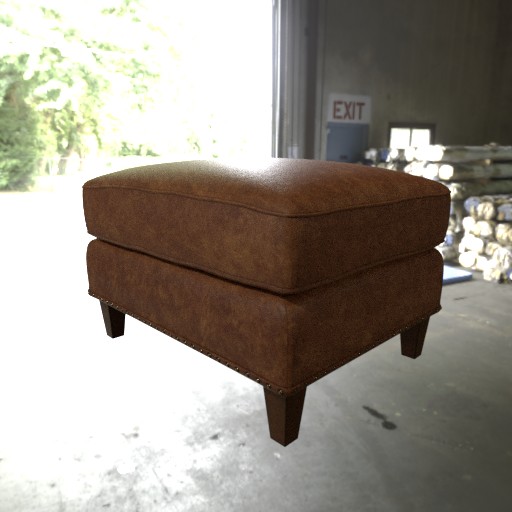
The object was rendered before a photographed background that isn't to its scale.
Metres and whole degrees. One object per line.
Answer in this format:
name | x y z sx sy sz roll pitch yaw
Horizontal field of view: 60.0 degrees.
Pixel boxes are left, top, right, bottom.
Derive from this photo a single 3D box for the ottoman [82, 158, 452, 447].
ottoman | 0.000 0.000 1.123 0.586 0.486 0.742 -13 19 -43
